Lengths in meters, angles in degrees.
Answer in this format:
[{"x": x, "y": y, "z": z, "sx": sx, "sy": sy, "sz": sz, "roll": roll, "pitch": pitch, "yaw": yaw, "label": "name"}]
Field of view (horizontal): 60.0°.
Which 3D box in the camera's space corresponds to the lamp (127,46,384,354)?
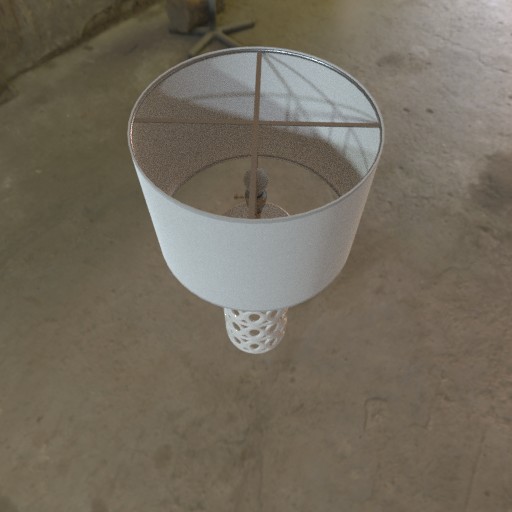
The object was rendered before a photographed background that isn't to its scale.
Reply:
[{"x": 0.000, "y": 0.000, "z": 0.833, "sx": 0.324, "sy": 0.636, "sz": 0.325, "roll": 2, "pitch": 57, "yaw": 1, "label": "lamp"}]
